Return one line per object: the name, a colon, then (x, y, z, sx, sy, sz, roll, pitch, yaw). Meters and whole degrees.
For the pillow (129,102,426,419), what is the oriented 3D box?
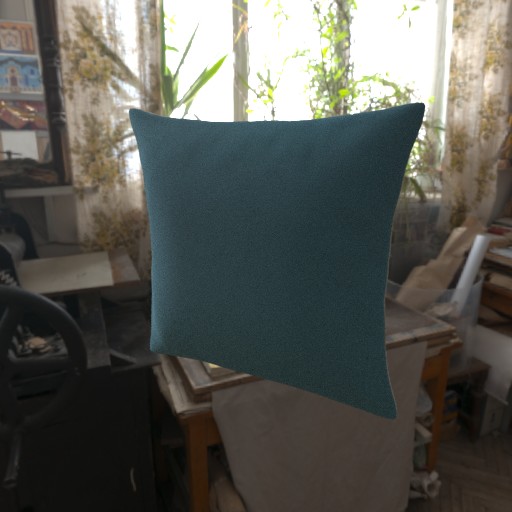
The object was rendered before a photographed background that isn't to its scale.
pillow: (0.000, 0.000, 0.787, 0.526, 0.507, 0.166, 8, 18, 26)
